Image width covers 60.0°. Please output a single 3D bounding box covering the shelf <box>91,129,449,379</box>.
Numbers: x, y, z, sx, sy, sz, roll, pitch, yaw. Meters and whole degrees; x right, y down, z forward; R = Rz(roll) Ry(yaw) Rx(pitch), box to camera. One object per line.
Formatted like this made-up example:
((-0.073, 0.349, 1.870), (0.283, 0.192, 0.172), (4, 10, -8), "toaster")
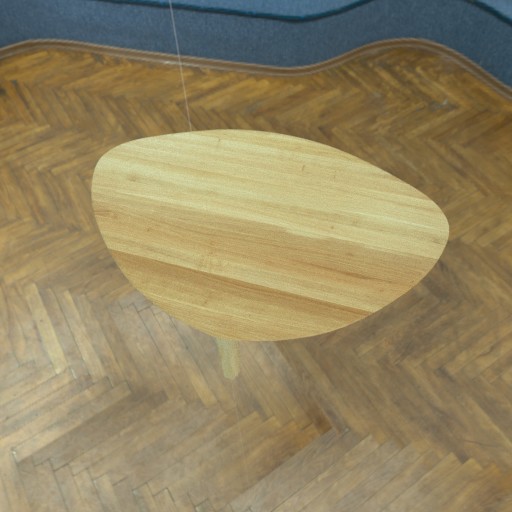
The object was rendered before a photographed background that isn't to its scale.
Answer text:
((0.000, 0.000, 1.658), (1.246, 0.440, 0.845), (12, 59, 7), "shelf")
